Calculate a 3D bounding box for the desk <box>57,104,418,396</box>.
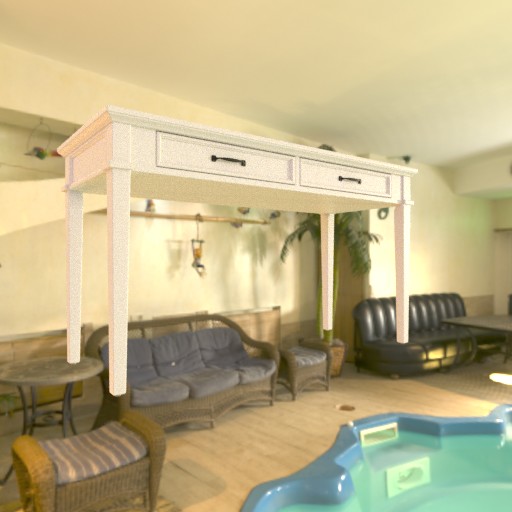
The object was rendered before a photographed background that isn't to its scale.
[{"bbox_3d":[0.000,0.000,1.778,1.372,0.774,0.559,0,-1,-36],"label":"desk"}]
